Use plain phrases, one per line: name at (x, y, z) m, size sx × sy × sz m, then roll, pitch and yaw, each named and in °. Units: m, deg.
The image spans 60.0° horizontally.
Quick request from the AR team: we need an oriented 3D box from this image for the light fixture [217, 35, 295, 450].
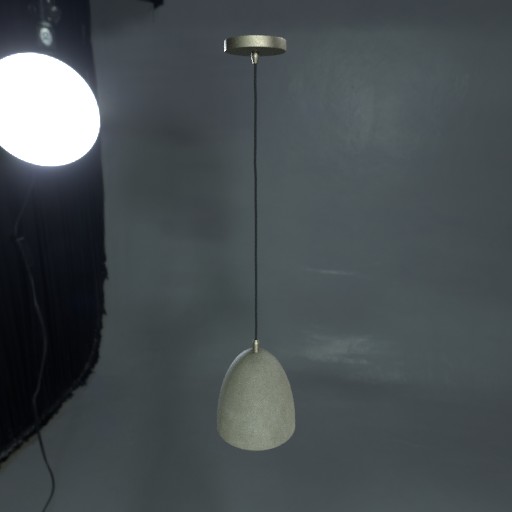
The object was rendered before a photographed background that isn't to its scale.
light fixture at (0.000, 0.000, 0.859) m, size 0.170 × 0.759 × 0.170 m, roll 3°, pitch 16°, yaw 9°
